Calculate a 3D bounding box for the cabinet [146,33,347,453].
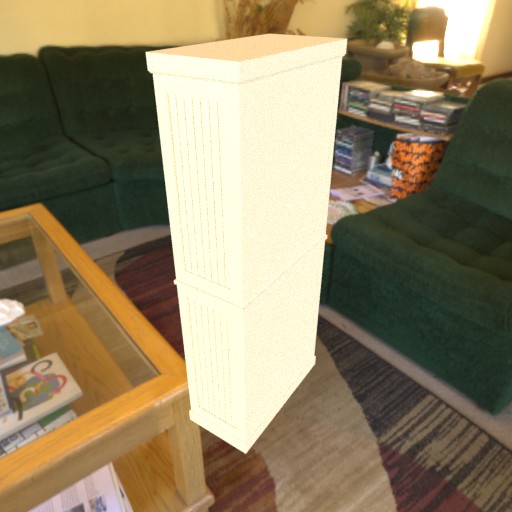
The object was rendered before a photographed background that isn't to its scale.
[{"bbox_3d":[0.000,0.000,2.112,0.390,1.829,0.754,19,37,28],"label":"cabinet"}]
